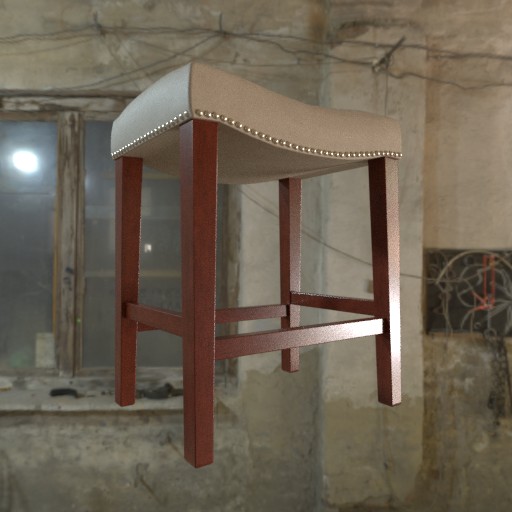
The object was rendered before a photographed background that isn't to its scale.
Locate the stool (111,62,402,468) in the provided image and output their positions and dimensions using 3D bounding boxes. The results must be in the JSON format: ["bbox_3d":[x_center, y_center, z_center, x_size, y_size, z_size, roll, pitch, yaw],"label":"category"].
[{"bbox_3d":[0.000,0.000,0.945,0.509,0.632,0.375,0,0,-36],"label":"stool"}]
